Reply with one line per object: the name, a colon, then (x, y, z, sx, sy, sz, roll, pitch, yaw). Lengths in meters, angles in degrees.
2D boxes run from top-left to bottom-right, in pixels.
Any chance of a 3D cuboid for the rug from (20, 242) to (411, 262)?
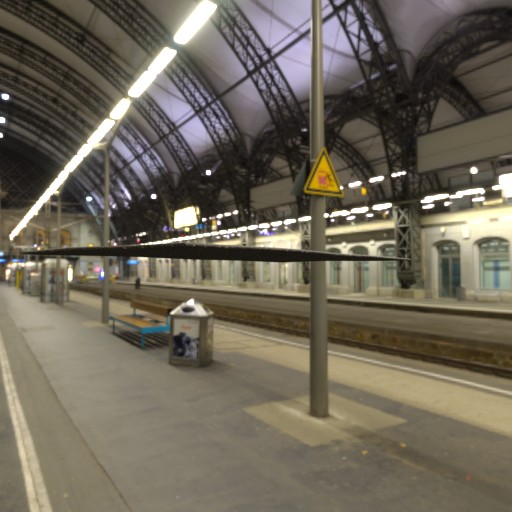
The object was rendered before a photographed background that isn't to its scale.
rug: (0.000, 0.000, 3.606, 1.522, 0.034, 3.032, -2, -3, 37)
